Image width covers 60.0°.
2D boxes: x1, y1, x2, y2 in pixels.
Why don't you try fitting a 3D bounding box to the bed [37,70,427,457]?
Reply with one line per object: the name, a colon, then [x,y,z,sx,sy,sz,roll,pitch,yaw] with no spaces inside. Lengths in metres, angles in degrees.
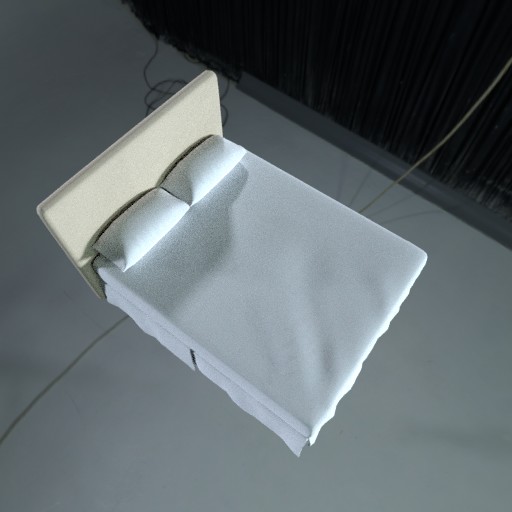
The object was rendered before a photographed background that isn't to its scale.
bed: [0.000,0.000,3.272,2.142,1.330,1.723,33,65,18]
